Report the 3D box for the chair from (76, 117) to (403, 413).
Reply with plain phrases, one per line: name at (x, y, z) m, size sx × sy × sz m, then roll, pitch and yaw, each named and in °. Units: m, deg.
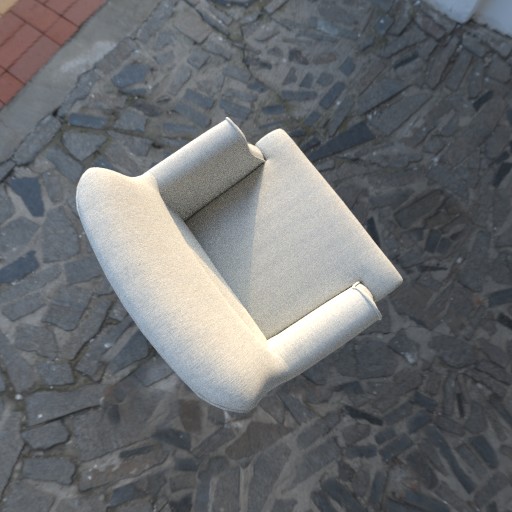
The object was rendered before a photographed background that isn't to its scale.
chair at (0.000, 0.000, 1.473) m, size 0.750 × 0.875 × 0.781 m, roll -35°, pitch 79°, yaw -8°
